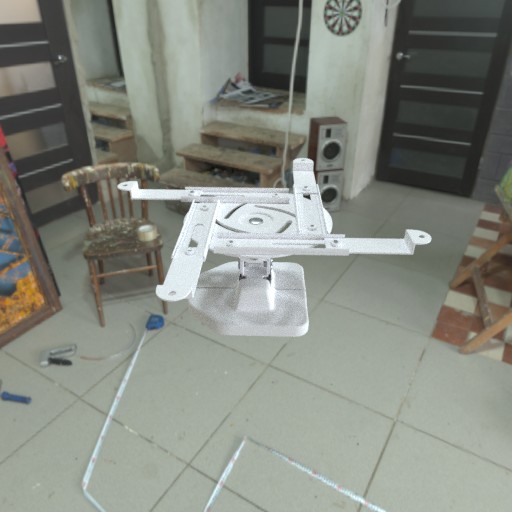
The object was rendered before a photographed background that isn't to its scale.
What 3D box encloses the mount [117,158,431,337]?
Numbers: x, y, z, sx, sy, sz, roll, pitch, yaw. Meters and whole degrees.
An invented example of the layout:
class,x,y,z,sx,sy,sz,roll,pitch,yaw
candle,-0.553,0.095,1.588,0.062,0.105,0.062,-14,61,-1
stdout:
class,x,y,z,sx,sy,sz,roll,pitch,yaw
mount,0.000,0.000,0.594,0.394,0.141,0.394,1,31,2
